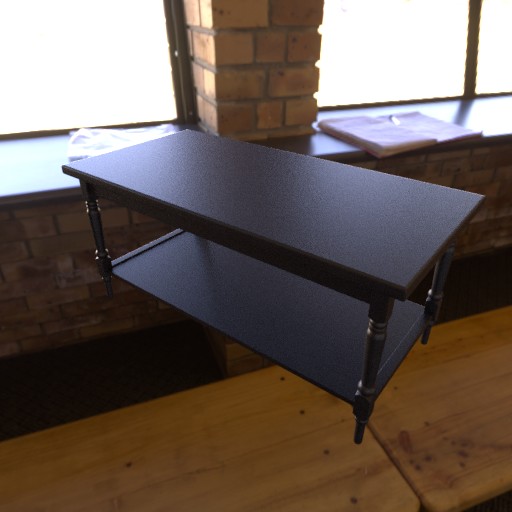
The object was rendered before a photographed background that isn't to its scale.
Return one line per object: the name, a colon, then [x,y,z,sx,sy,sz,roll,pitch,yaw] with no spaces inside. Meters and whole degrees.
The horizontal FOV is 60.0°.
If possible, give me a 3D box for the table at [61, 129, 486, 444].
table: [0.000,0.000,1.397,1.107,0.510,0.550,21,37,32]
